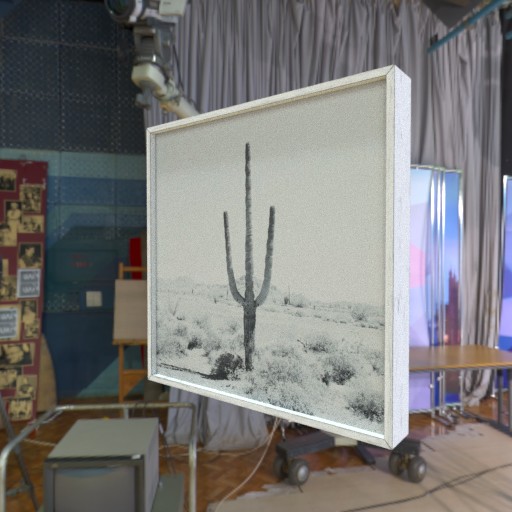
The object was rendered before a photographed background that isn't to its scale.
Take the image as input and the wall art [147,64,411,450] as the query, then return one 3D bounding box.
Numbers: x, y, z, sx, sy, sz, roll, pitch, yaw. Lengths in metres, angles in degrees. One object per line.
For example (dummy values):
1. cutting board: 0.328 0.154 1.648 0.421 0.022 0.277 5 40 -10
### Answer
1. wall art: 0.000 0.000 0.459 0.305 0.305 0.038 1 2 38
